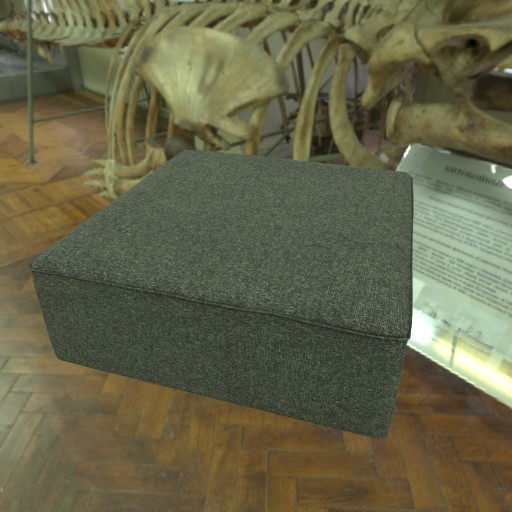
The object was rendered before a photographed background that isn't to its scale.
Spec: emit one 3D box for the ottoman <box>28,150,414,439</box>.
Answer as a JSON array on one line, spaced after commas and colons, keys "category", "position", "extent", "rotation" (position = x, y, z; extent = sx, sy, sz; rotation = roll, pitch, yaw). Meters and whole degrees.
[{"category": "ottoman", "position": [0.000, 0.000, 1.560], "extent": [1.017, 0.423, 1.021], "rotation": [9, 33, 15]}]
